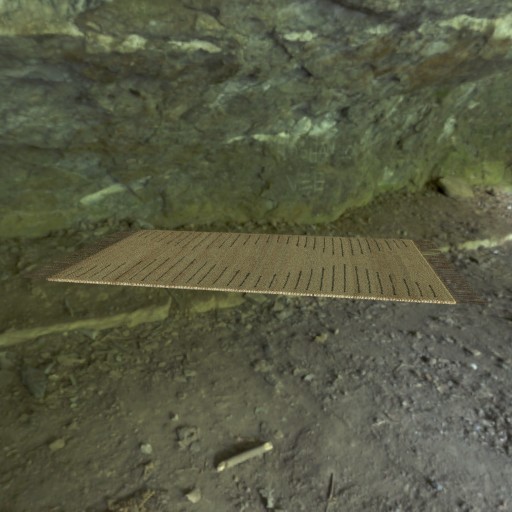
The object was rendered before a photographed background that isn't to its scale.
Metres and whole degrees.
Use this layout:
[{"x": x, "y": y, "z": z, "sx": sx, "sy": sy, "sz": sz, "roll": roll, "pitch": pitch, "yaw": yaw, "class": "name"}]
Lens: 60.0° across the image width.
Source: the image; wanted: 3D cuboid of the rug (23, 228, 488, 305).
[{"x": 0.000, "y": 0.000, "z": 2.012, "sx": 1.718, "sy": 0.017, "sz": 0.905, "roll": 3, "pitch": 16, "yaw": 9, "class": "rug"}]
